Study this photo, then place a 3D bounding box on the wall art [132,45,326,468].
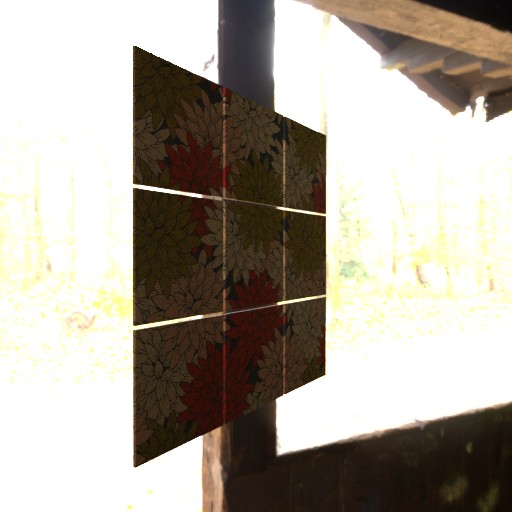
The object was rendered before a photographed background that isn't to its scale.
[{"bbox_3d":[0.000,0.000,1.767,0.013,1.218,1.206,0,0,36],"label":"wall art"}]
